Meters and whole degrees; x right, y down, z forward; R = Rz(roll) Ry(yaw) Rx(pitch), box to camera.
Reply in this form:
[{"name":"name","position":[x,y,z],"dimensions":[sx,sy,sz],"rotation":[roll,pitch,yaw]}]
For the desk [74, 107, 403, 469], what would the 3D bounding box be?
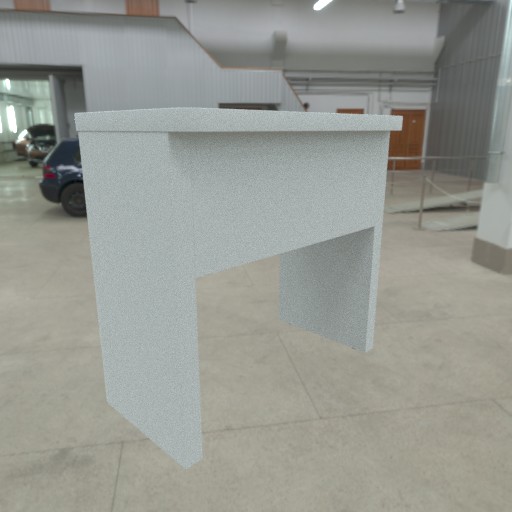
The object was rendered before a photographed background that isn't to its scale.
[{"name":"desk","position":[0.000,0.000,1.253],"dimensions":[0.446,0.760,0.790],"rotation":[15,22,42]}]
